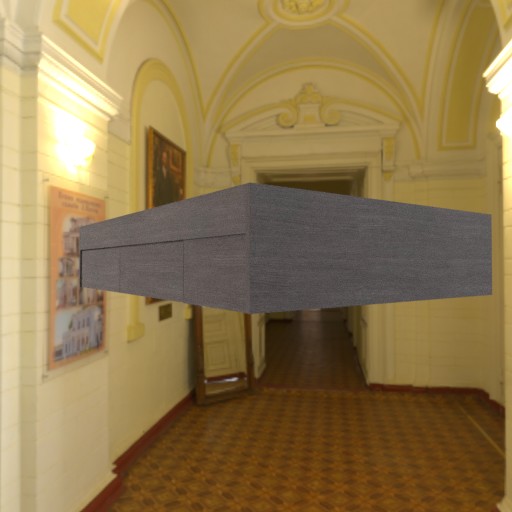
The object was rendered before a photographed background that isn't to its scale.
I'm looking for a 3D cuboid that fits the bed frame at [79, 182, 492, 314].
[{"bbox_3d":[0.000,0.000,2.536,1.448,0.459,1.944,1,-1,-36],"label":"bed frame"}]
